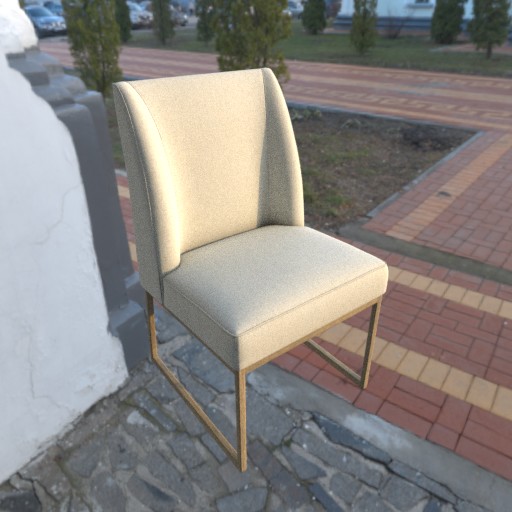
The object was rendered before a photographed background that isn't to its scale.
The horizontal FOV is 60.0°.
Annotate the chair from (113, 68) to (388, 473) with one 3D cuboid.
[{"bbox_3d":[0.000,0.000,1.192,0.508,0.863,0.522,-21,36,-32],"label":"chair"}]
